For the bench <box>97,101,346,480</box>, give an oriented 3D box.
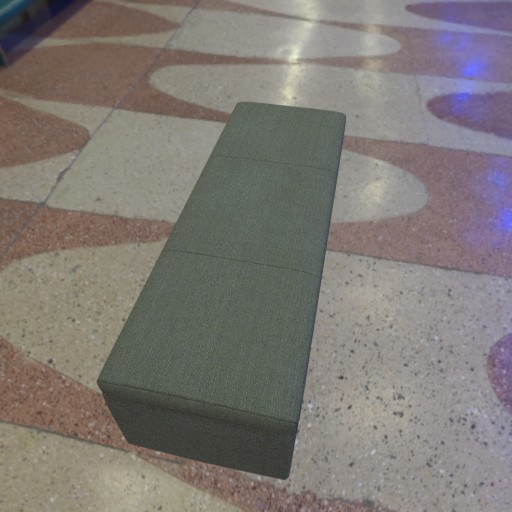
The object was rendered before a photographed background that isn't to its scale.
[{"bbox_3d":[0.000,0.000,1.468,0.446,0.438,1.269,9,48,8],"label":"bench"}]
